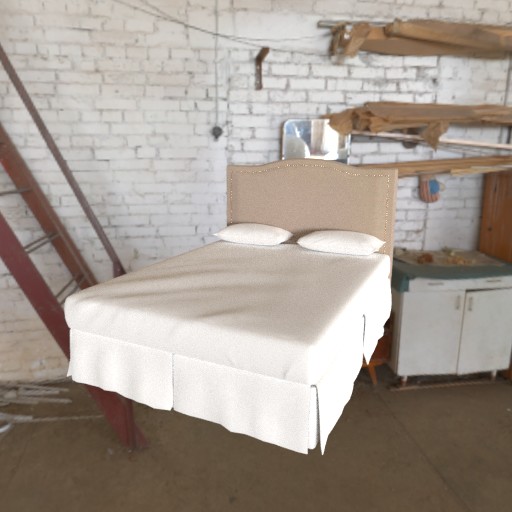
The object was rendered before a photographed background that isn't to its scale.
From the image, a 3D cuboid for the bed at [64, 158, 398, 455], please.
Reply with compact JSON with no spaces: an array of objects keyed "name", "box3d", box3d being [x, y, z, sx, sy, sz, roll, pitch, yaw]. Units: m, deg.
[{"name":"bed","box3d":[0.000,0.000,3.428,1.821,1.436,2.282,7,15,25]}]
